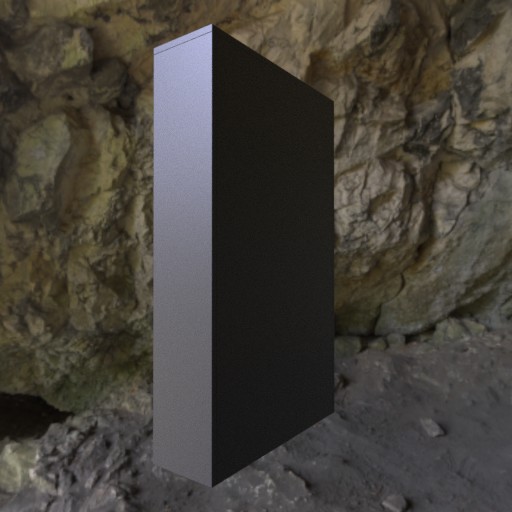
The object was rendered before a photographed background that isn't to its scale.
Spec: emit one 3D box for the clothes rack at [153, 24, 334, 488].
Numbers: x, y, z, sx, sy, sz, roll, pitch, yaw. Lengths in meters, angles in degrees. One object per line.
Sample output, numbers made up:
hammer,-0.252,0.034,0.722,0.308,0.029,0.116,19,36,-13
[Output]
clothes rack,0.000,0.000,1.597,0.250,1.280,0.750,0,0,36
